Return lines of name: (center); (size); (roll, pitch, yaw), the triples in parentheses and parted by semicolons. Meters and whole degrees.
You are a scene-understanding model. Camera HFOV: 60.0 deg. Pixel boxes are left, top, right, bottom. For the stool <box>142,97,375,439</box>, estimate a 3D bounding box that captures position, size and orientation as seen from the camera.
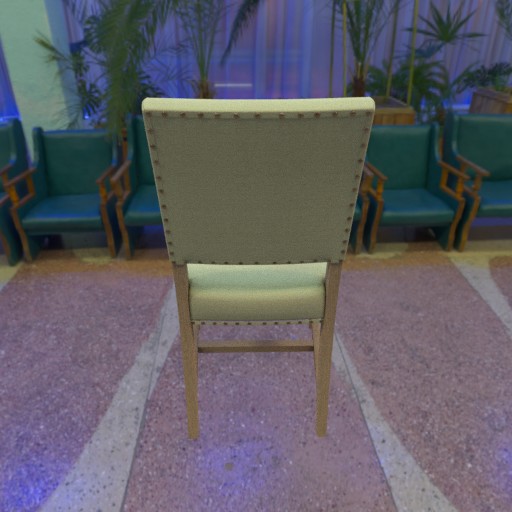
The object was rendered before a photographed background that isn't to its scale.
stool: (0.000, 0.000, 1.309); (0.508, 0.986, 0.623); (-1, 29, -1)
